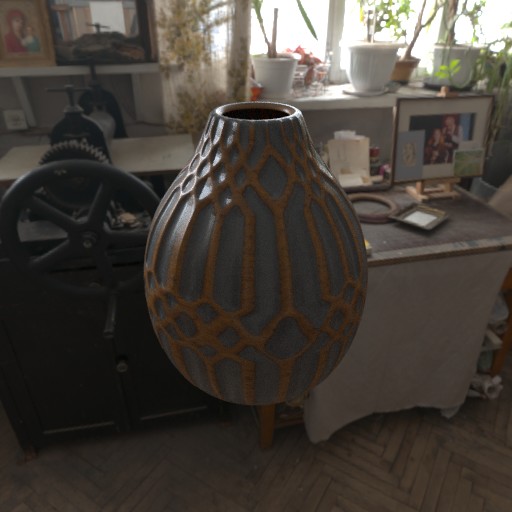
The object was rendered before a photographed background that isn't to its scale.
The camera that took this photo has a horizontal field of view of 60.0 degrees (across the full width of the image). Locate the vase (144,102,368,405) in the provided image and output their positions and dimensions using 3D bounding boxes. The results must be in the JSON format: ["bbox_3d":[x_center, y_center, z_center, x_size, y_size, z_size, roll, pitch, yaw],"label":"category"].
[{"bbox_3d":[0.000,0.000,0.137,0.069,0.088,0.069,0,30,0],"label":"vase"}]
